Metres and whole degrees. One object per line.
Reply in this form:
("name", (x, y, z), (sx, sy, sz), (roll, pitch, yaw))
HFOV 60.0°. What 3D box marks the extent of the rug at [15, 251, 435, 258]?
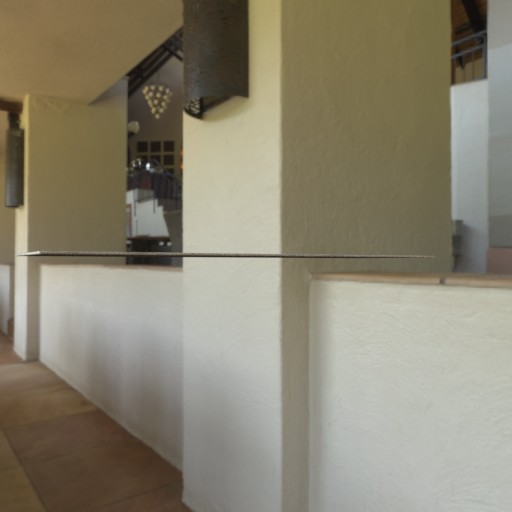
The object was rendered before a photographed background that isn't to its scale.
("rug", (0.000, 0.000, 2.617), (2.435, 0.011, 0.750), (1, -1, -34))
